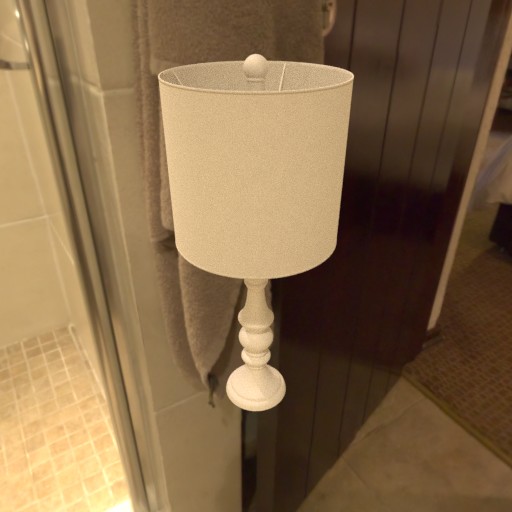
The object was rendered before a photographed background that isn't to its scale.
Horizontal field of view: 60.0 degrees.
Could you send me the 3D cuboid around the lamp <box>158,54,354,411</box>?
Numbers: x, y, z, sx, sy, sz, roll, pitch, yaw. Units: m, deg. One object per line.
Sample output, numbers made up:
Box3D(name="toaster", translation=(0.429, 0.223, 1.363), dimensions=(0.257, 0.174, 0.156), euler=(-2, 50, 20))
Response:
Box3D(name="lamp", translation=(0.000, 0.000, 0.716), dimensions=(0.250, 0.597, 0.250), euler=(11, 32, 18))
